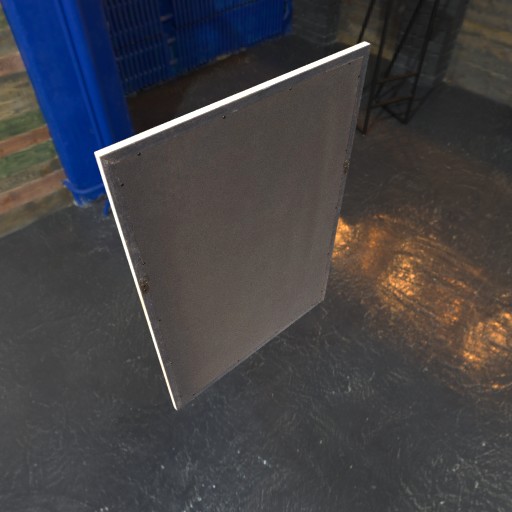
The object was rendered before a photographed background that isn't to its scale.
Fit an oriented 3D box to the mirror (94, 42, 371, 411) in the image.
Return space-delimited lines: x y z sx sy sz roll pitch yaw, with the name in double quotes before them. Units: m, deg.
"mirror" 0.000 0.000 1.263 0.705 0.996 0.025 -32 55 -26
